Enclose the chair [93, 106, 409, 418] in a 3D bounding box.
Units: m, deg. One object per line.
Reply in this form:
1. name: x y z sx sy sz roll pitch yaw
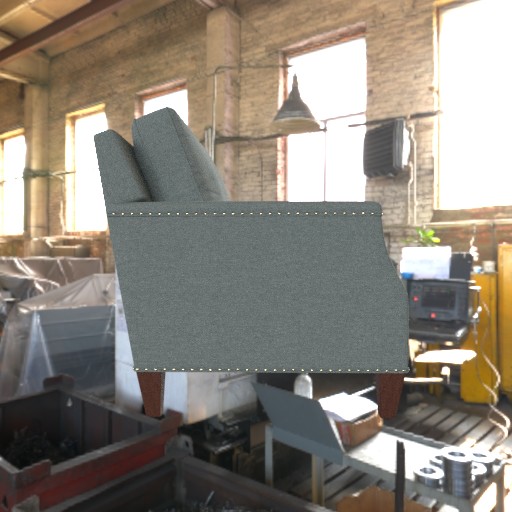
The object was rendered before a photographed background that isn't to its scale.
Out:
1. chair: 0.000 0.000 1.825 1.031 1.031 0.885 0 0 1
